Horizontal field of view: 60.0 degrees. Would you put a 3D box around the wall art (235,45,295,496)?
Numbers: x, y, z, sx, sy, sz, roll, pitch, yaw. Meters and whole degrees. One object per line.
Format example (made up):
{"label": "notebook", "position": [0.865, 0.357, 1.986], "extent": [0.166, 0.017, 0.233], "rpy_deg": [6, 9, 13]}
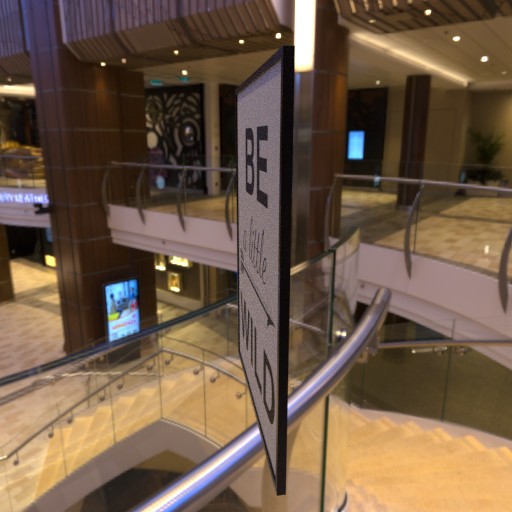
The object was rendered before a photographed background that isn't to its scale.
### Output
{"label": "wall art", "position": [0.000, 0.000, 0.761], "extent": [0.013, 0.582, 0.442], "rpy_deg": [-2, 15, -9]}
